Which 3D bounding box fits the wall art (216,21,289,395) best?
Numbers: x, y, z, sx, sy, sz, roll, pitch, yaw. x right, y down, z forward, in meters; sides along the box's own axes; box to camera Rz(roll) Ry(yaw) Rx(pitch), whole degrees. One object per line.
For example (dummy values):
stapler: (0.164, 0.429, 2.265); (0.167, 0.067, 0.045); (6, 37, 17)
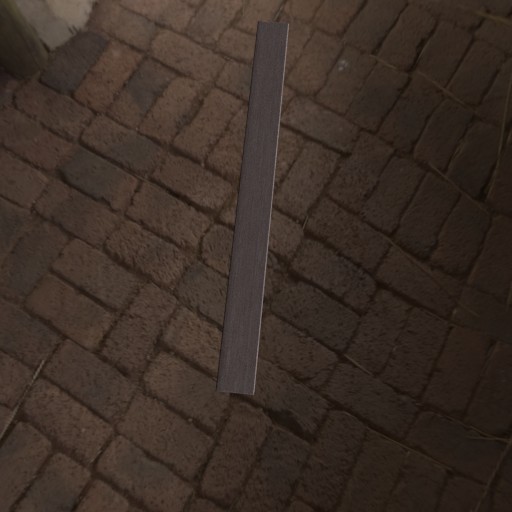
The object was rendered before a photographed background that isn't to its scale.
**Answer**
wall art: (0.000, 0.000, 0.649); (0.032, 0.510, 0.358); (5, 76, 1)
